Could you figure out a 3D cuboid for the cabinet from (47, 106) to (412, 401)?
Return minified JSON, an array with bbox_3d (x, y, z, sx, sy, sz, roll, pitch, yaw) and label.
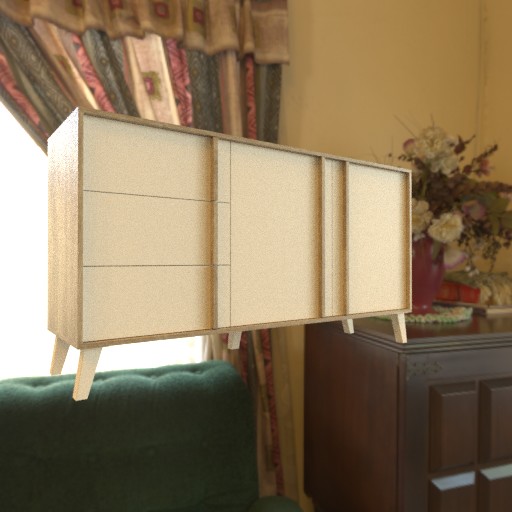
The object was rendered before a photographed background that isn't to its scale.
[{"bbox_3d":[0.000,0.000,1.943,1.600,0.870,0.450,0,-1,-36],"label":"cabinet"}]
